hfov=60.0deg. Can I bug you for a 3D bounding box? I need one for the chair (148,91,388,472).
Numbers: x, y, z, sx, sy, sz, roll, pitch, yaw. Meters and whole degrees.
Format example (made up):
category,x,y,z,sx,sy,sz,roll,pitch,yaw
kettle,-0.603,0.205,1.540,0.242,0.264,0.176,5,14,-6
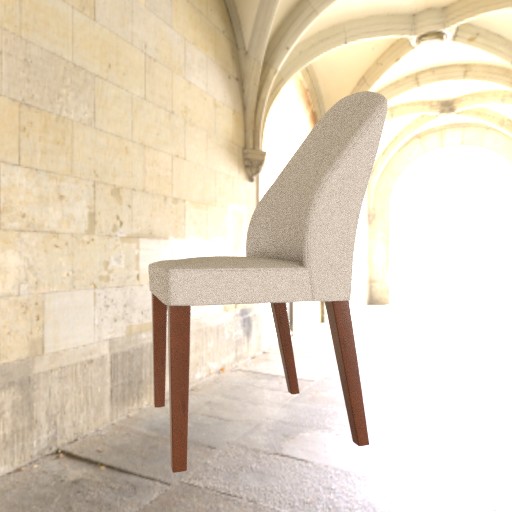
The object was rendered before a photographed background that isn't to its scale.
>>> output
category,x,y,z,sx,sy,sz,roll,pitch,yaw
chair,0.000,0.000,1.185,0.540,0.893,0.472,0,0,-18
